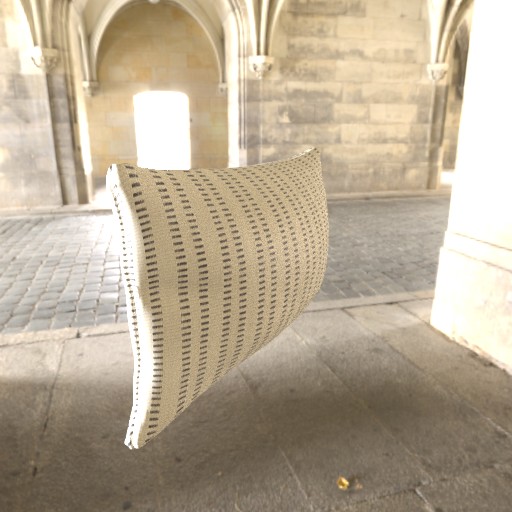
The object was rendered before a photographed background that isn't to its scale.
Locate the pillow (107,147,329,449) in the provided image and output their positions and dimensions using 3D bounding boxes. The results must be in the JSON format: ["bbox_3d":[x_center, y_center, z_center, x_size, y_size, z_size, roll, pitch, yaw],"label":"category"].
[{"bbox_3d":[0.000,0.000,0.773,0.210,0.353,0.640,8,17,26],"label":"pillow"}]
